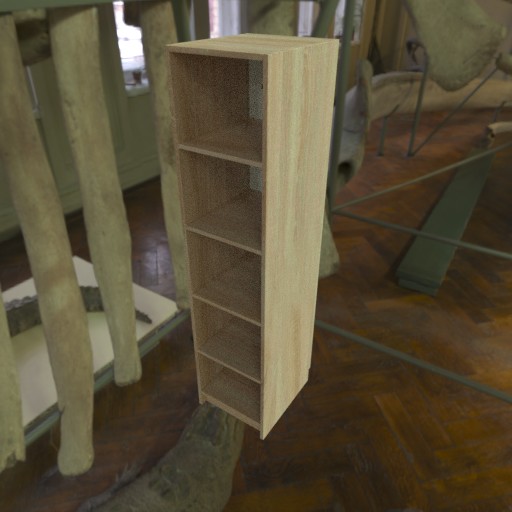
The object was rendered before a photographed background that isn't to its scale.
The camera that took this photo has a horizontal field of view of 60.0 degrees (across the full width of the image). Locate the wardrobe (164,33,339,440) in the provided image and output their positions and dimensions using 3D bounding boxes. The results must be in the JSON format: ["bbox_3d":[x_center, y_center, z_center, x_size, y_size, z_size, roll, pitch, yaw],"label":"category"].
[{"bbox_3d":[0.000,0.000,2.422,0.496,2.117,0.588,19,37,28],"label":"wardrobe"}]
